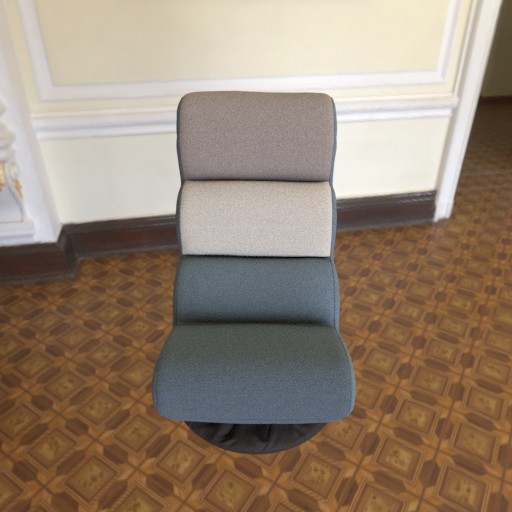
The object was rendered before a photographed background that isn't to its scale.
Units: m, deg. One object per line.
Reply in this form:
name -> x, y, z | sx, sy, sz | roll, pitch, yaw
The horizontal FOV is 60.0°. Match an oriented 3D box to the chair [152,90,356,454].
chair -> 0.000, 0.000, 1.057 | 0.420, 0.641, 0.661 | 0, 31, 1
